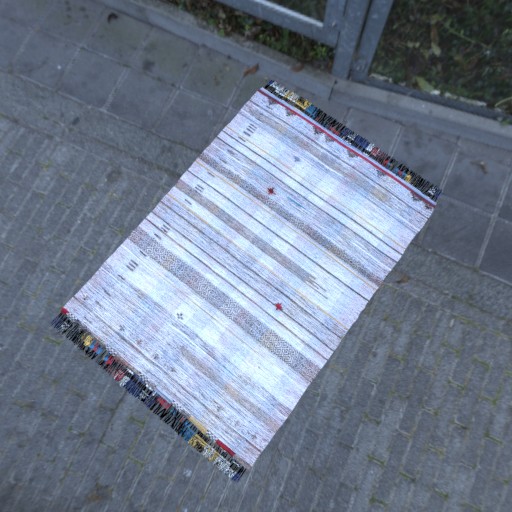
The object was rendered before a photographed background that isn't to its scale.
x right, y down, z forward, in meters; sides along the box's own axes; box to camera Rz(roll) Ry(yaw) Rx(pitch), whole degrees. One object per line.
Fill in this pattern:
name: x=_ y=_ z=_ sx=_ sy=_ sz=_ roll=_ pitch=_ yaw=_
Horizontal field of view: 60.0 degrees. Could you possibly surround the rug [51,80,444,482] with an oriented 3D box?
rug: x=0.000 y=0.000 z=2.318 sx=1.217 sy=0.012 sz=1.848 roll=37 pitch=78 yaw=9
